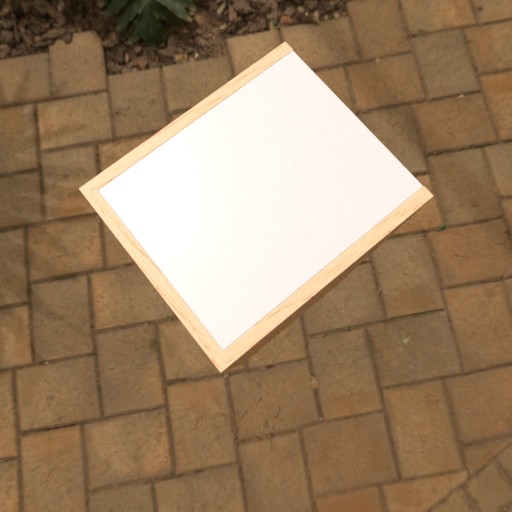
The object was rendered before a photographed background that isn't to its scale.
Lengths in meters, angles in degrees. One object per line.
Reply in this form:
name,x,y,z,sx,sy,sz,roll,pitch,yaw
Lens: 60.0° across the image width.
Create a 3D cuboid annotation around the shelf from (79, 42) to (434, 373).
shelf,0.000,0.000,0.767,0.290,0.600,0.250,-38,80,-8
